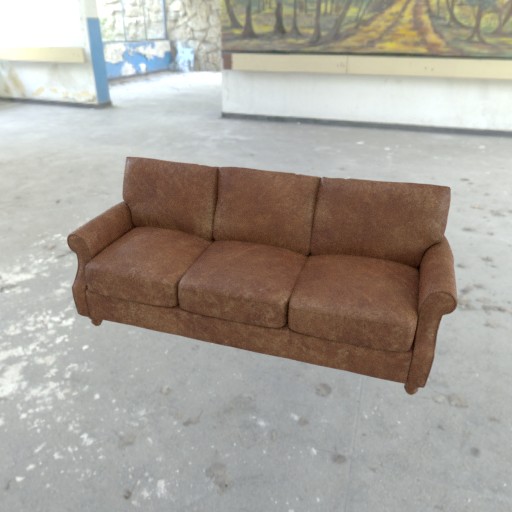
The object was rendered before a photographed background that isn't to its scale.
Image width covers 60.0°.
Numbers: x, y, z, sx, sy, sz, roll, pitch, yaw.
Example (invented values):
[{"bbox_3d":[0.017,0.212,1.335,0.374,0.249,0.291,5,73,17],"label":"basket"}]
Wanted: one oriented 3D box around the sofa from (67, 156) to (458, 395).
[{"bbox_3d":[0.000,0.000,2.849,2.351,0.977,0.973,9,29,16],"label":"sofa"}]
